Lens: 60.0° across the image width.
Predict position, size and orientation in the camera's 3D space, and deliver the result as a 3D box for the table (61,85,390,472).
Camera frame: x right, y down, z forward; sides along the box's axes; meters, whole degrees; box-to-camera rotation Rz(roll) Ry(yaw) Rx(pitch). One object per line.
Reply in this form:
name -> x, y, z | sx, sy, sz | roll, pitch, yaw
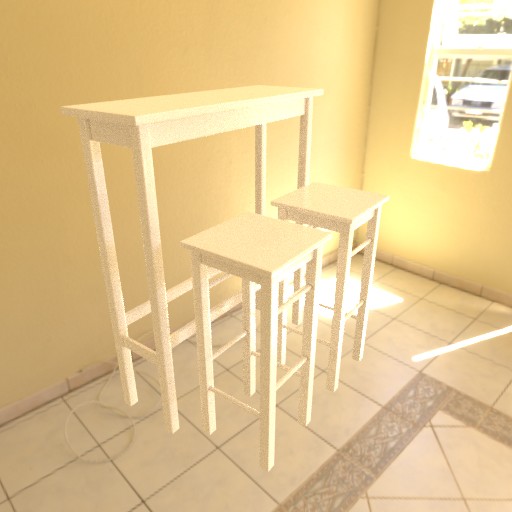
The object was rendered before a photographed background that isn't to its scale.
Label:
table -> 0.000, 0.000, 1.591 | 0.650, 1.065, 0.915 | 18, 31, 33
